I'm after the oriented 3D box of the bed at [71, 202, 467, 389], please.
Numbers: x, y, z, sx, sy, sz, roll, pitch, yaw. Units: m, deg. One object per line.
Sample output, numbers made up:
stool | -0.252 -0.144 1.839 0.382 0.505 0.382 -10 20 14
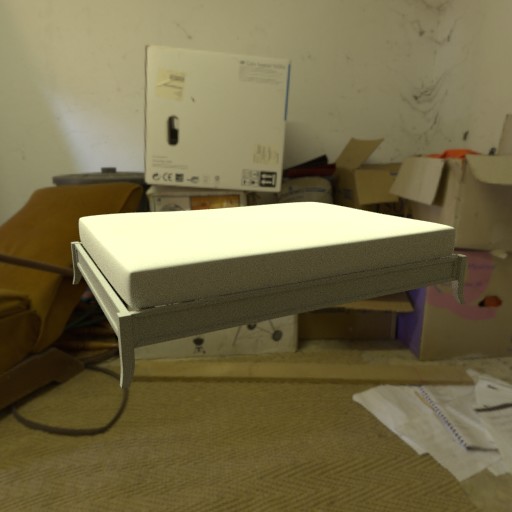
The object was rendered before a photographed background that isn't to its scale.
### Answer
bed | 0.000 0.000 2.907 2.108 0.510 1.604 -8 16 -28
